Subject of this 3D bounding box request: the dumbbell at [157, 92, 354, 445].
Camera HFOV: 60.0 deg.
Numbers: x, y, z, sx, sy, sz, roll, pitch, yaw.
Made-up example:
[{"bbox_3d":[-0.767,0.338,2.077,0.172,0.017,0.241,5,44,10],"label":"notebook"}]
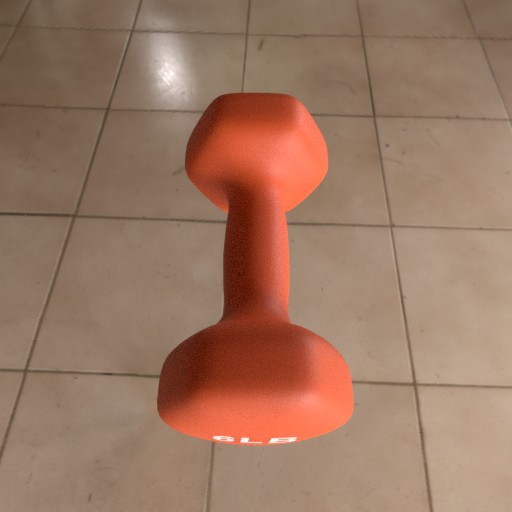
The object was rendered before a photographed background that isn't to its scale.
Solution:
[{"bbox_3d":[0.000,0.000,0.209,0.079,0.071,0.162,1,59,0],"label":"dumbbell"}]
